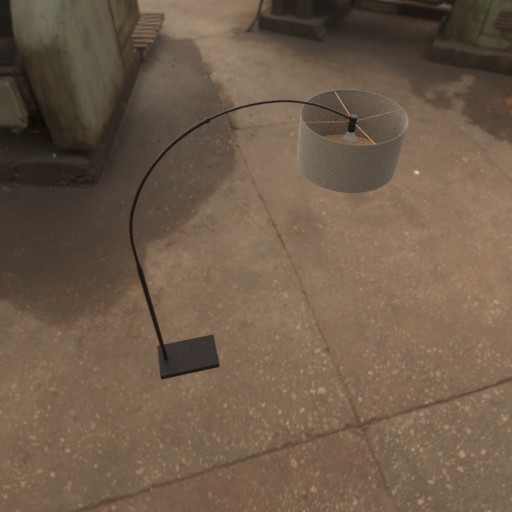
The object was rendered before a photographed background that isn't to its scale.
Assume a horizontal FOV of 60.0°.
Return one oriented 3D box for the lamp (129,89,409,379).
[{"bbox_3d":[0.000,0.000,2.592,1.424,1.927,0.493,-10,48,-9],"label":"lamp"}]
